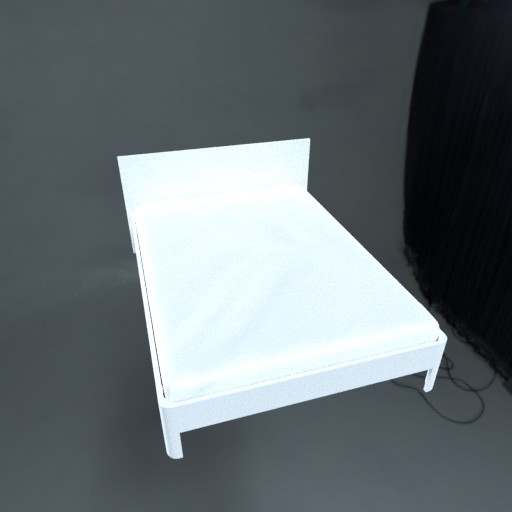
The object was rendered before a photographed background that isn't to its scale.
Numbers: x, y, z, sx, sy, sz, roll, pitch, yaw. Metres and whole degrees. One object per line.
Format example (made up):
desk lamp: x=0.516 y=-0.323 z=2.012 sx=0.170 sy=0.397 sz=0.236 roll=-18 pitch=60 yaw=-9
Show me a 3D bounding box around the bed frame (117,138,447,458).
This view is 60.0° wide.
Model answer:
bed frame: x=0.000 y=0.000 z=2.795 sx=1.490 sy=0.800 sz=1.950 roll=-9 pitch=33 yaw=-14
